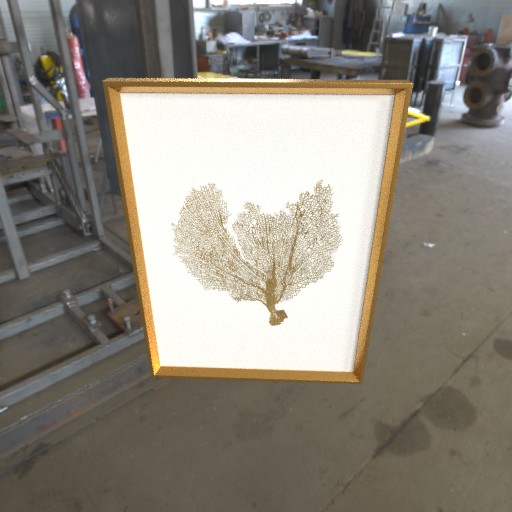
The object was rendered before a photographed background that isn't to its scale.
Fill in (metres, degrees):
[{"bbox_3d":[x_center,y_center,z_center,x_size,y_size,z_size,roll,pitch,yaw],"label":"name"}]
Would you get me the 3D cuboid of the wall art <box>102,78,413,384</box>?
[{"bbox_3d":[0.000,0.000,1.089,0.610,0.812,0.038,1,30,2],"label":"wall art"}]
